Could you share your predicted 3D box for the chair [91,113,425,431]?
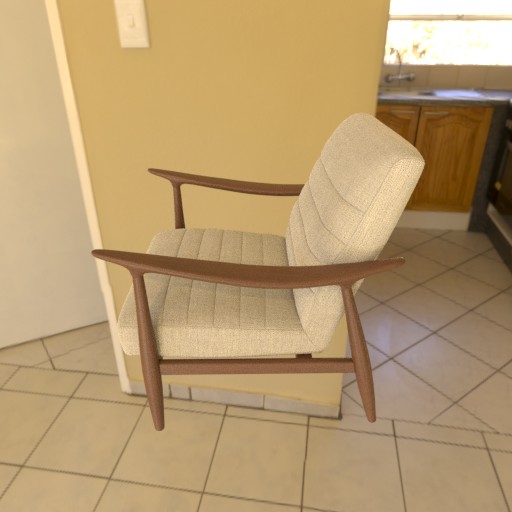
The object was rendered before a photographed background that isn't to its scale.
[{"bbox_3d":[0.000,0.000,1.445,0.798,0.832,0.741,0,28,-1],"label":"chair"}]
